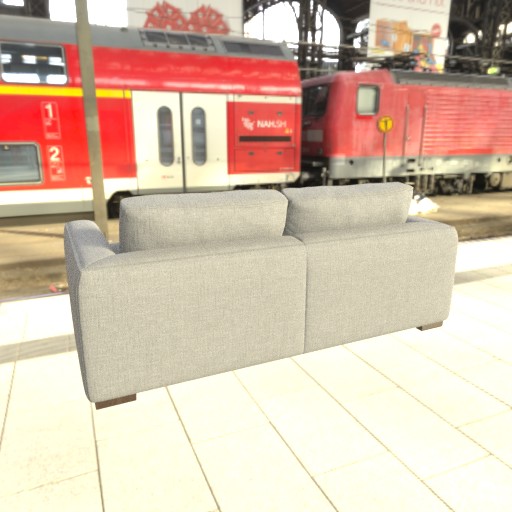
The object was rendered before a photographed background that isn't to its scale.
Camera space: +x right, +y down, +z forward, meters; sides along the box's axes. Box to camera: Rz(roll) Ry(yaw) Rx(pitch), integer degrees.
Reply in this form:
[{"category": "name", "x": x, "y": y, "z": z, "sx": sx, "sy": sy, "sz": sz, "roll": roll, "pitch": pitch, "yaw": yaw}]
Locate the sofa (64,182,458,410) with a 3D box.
[{"category": "sofa", "x": 0.000, "y": 0.000, "z": 2.440, "sx": 1.920, "sy": 0.800, "sz": 1.069, "roll": -7, "pitch": 17, "yaw": -24}]
